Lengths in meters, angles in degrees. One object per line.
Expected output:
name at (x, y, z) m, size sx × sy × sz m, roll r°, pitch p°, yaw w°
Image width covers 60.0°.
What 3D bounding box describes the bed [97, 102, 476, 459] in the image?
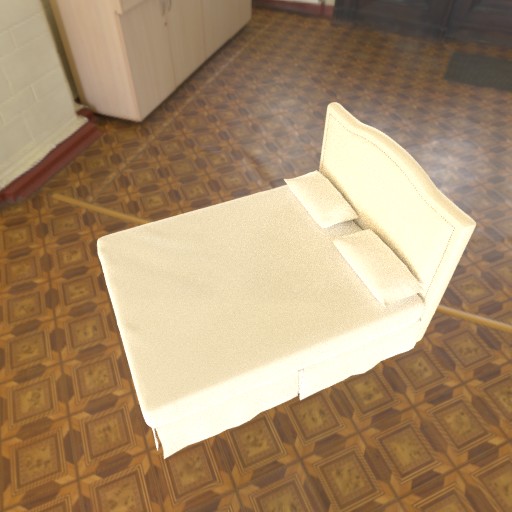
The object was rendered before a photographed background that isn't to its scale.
bed at (0.000, 0.000, 3.436) m, size 2.282 × 1.436 × 1.821 m, roll -18°, pitch 49°, yaw -16°
